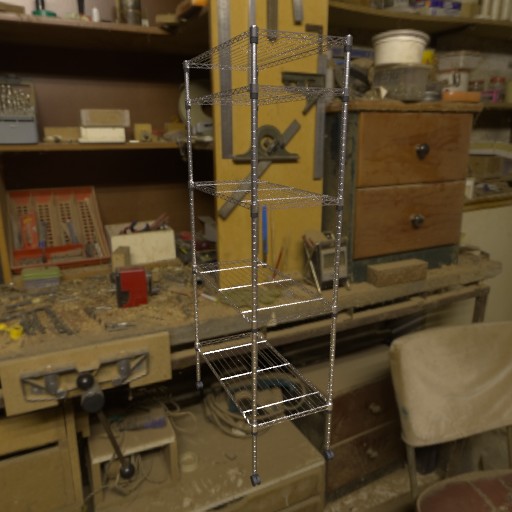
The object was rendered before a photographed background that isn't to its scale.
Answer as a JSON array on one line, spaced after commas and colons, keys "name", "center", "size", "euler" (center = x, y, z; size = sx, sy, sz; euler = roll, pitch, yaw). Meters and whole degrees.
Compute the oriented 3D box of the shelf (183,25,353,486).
[{"name": "shelf", "center": [0.000, 0.000, 1.858], "size": [0.356, 1.587, 0.762], "euler": [-7, 17, -23]}]
